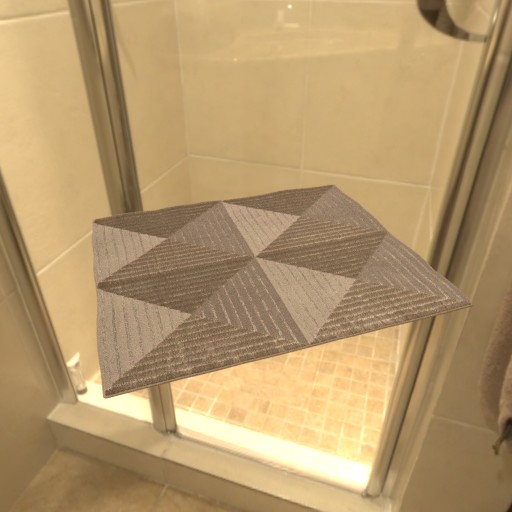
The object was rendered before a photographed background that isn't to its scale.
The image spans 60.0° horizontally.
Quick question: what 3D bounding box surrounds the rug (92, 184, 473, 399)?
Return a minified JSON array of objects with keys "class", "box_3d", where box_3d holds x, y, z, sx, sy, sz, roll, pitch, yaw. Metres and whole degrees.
[{"class":"rug","box_3d":[0.000,0.000,0.919,0.642,0.008,0.551,-10,35,-15]}]
